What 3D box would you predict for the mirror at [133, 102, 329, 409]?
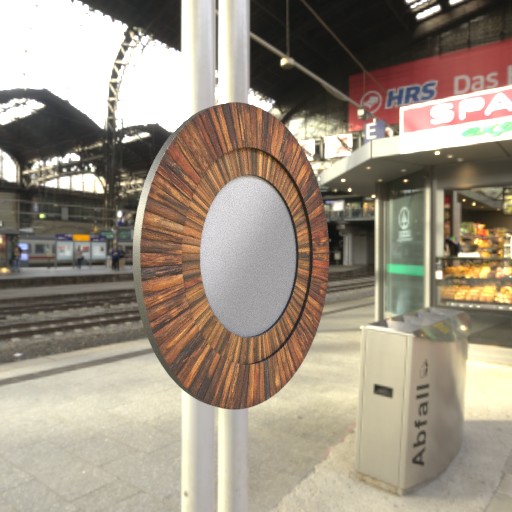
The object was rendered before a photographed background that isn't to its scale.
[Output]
[{"bbox_3d":[0.000,0.000,1.623,0.036,1.077,1.077,0,0,37],"label":"mirror"}]
